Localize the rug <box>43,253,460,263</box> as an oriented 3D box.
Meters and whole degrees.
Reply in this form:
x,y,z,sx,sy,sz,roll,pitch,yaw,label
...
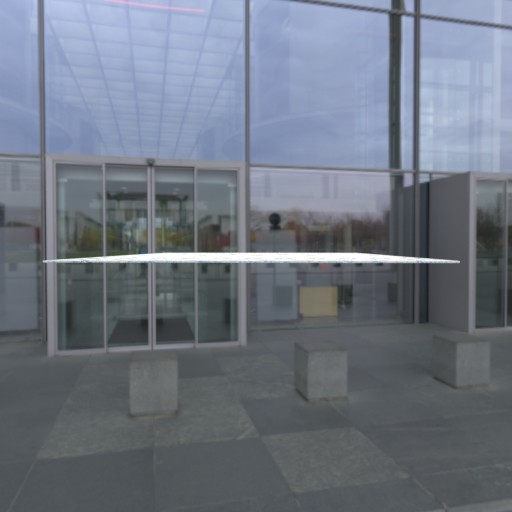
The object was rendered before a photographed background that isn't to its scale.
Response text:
x,y,z,sx,sy,sz,roll,pitch,yaw,label
0.000,0.000,4.100,2.441,0.013,3.056,0,1,2,rug
